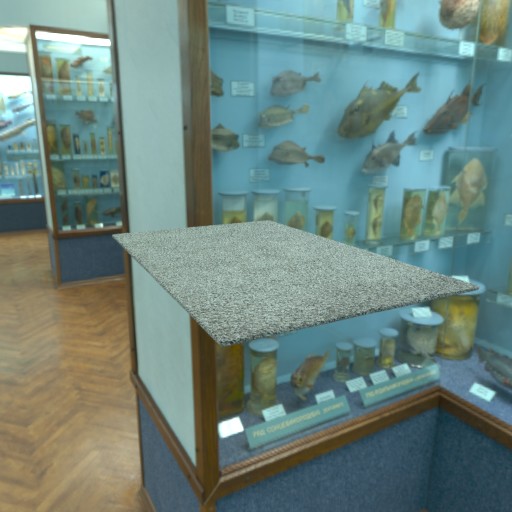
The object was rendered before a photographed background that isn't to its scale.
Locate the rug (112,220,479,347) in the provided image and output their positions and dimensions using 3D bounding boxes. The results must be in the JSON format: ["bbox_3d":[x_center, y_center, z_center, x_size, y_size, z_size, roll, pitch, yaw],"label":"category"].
[{"bbox_3d":[0.000,0.000,3.581,1.778,0.030,2.743,-7,16,-26],"label":"rug"}]
